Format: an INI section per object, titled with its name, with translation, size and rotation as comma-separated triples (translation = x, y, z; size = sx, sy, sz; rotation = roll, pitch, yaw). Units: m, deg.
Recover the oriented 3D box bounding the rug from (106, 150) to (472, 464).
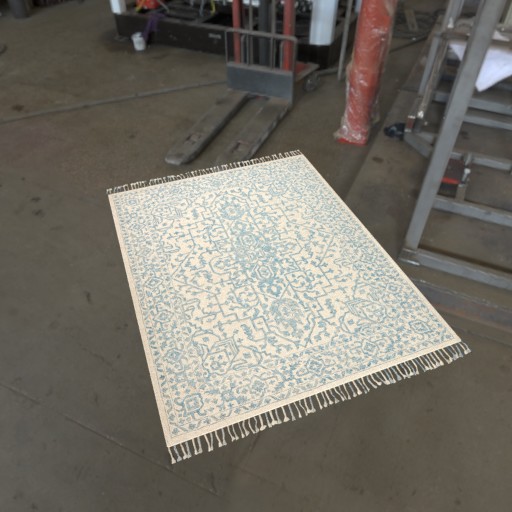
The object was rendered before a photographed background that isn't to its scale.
[rug]
translation = 0.000, 0.000, 4.330
size = 2.464, 0.010, 3.327
rotation = -15, 46, -15
